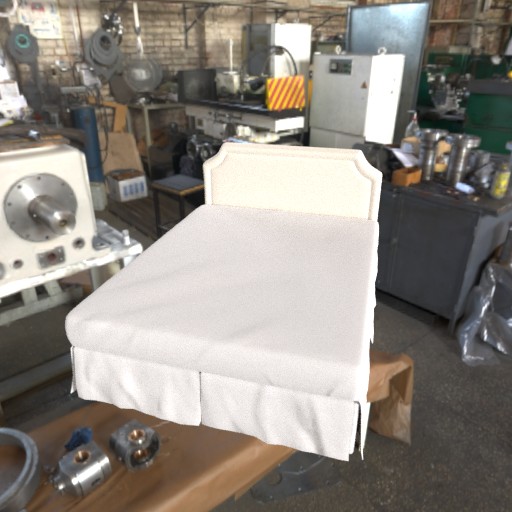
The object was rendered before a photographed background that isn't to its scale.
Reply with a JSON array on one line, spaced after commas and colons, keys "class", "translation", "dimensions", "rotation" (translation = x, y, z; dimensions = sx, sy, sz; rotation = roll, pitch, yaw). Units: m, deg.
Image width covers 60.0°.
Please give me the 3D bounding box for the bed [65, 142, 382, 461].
[{"class": "bed", "translation": [0.000, 0.000, 3.576], "dimensions": [1.977, 1.293, 2.498], "rotation": [7, 26, 14]}]
